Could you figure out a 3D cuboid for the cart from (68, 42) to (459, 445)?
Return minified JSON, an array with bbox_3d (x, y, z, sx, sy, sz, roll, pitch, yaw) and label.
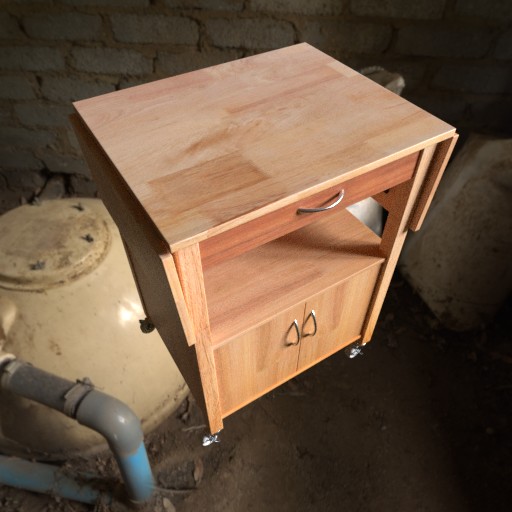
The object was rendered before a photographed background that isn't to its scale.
[{"bbox_3d":[0.000,0.000,1.204,0.640,0.838,0.508,-24,51,-21],"label":"cart"}]
